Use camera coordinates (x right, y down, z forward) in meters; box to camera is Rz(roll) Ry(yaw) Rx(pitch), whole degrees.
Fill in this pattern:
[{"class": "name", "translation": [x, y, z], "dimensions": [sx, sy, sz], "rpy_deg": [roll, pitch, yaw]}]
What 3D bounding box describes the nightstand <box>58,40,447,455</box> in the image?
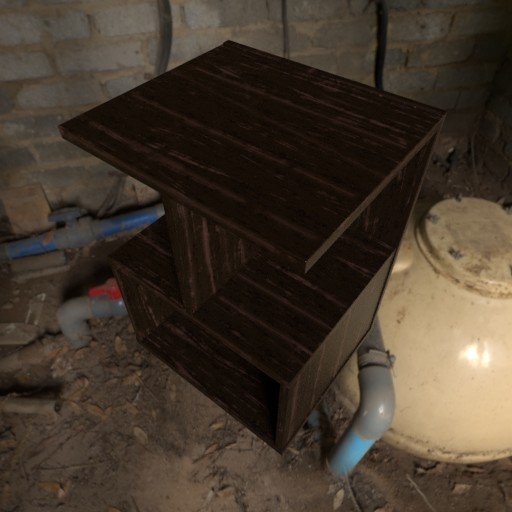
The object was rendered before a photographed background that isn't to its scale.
[{"class": "nightstand", "translation": [0.000, 0.000, 0.811], "dimensions": [0.400, 0.559, 0.356], "rpy_deg": [30, 54, 25]}]
